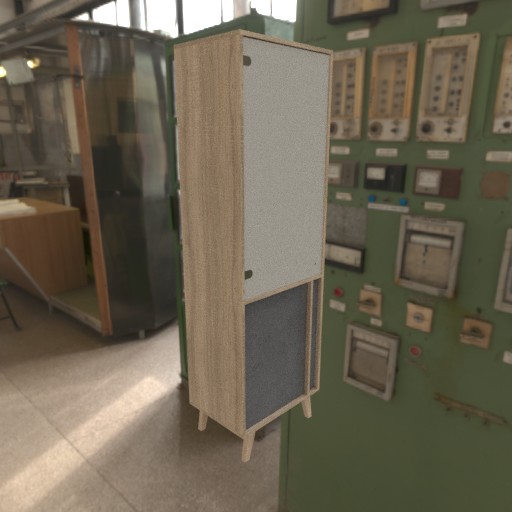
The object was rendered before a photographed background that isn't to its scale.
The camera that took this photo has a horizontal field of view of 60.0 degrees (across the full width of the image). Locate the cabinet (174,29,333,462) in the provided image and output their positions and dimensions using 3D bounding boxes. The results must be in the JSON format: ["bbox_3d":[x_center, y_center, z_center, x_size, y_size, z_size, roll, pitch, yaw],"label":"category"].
[{"bbox_3d":[0.000,0.000,2.144,0.400,1.850,0.570,14,21,43],"label":"cabinet"}]
